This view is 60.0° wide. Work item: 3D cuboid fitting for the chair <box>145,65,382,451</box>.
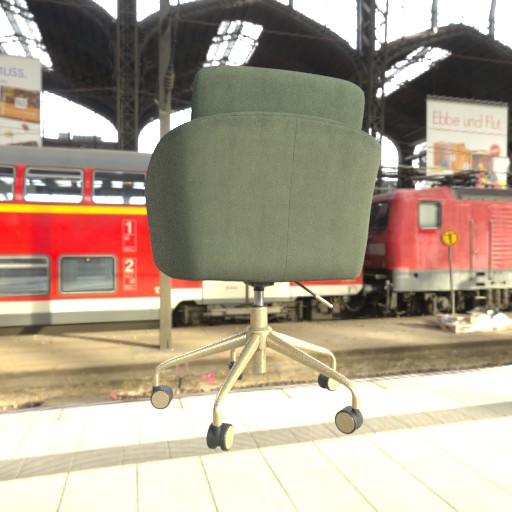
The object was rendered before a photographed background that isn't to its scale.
[{"bbox_3d":[0.000,0.000,1.351,0.641,0.908,0.635,0,1,-17],"label":"chair"}]
